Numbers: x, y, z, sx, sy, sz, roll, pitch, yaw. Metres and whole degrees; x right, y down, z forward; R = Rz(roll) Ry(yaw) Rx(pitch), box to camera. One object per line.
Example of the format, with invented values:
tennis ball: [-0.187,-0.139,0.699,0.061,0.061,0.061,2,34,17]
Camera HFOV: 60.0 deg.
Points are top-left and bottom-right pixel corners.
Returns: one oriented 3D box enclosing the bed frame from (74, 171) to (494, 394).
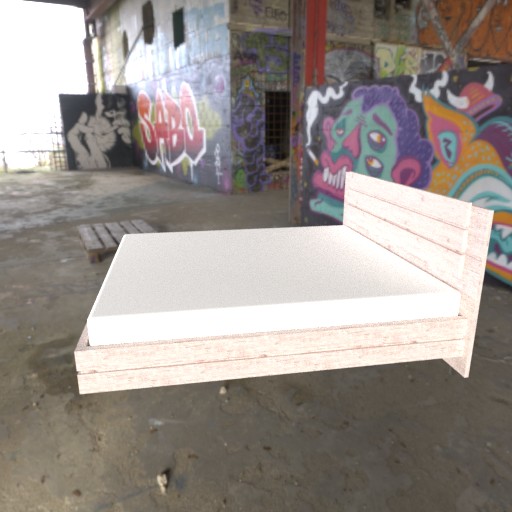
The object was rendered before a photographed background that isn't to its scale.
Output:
bed frame: [0.000,0.000,3.104,2.080,0.970,1.950,-3,17,-10]
